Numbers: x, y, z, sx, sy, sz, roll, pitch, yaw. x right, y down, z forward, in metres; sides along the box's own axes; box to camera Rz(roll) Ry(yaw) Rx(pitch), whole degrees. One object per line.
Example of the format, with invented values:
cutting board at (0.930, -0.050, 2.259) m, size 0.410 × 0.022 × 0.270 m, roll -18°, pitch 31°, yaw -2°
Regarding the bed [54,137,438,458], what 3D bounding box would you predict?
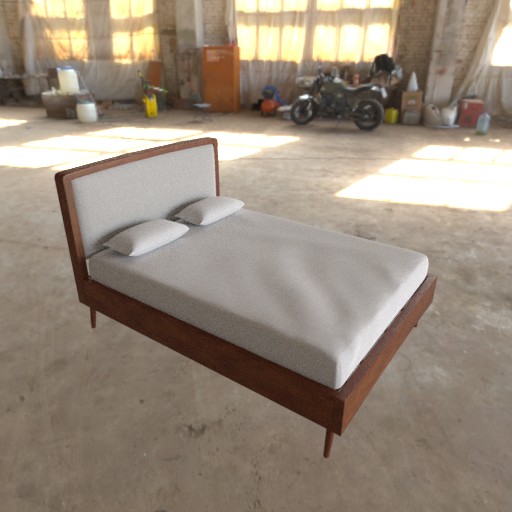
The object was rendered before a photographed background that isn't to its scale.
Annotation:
bed at (0.000, 0.000, 3.229) m, size 2.196 × 1.275 × 1.587 m, roll 17°, pitch 31°, yaw 32°
